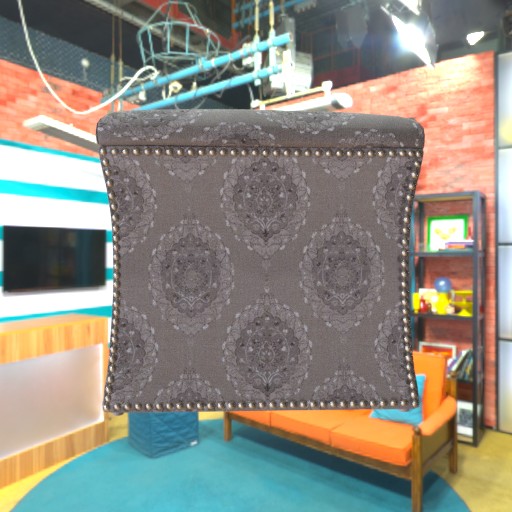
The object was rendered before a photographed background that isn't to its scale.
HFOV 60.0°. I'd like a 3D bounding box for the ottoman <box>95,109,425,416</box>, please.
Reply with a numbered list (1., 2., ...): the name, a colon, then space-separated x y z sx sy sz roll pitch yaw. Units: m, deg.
1. ottoman: 0.000 0.000 0.887 0.507 0.473 0.497 0 0 -2
